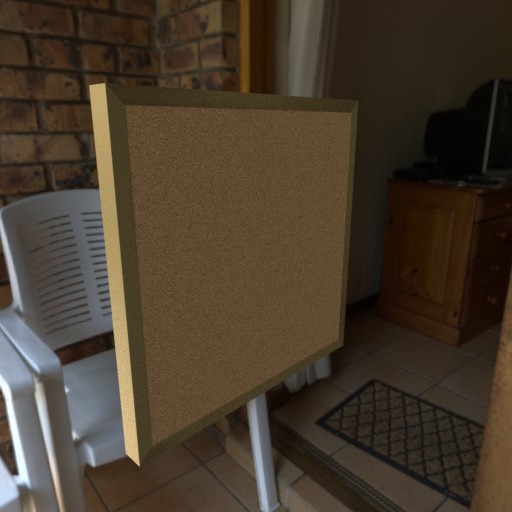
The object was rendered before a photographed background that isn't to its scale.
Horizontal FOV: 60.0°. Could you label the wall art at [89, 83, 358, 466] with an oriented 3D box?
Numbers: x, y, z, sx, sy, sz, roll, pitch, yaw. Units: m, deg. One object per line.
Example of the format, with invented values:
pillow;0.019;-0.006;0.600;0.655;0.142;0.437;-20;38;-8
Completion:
wall art;0.000;0.000;0.742;0.038;0.508;0.507;16;23;42
